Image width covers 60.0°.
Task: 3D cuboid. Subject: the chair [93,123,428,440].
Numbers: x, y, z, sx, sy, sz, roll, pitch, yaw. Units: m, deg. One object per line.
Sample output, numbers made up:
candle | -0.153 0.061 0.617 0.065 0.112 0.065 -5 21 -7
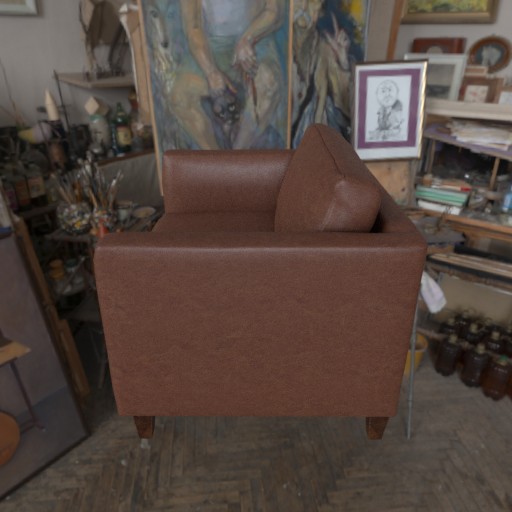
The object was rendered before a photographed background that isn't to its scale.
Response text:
chair | 0.000 0.000 1.787 0.959 0.917 1.107 0 26 0
